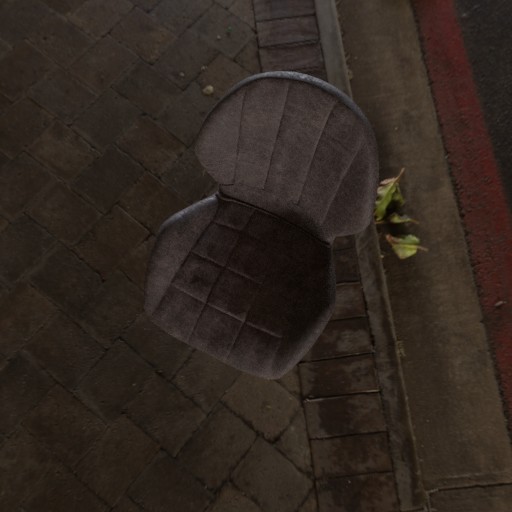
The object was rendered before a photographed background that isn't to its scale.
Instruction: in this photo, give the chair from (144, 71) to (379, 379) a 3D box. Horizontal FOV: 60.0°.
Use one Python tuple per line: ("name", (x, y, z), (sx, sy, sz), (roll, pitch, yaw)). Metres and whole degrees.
("chair", (0.000, 0.000, 1.335), (0.527, 0.934, 0.640), (25, 78, 6))
